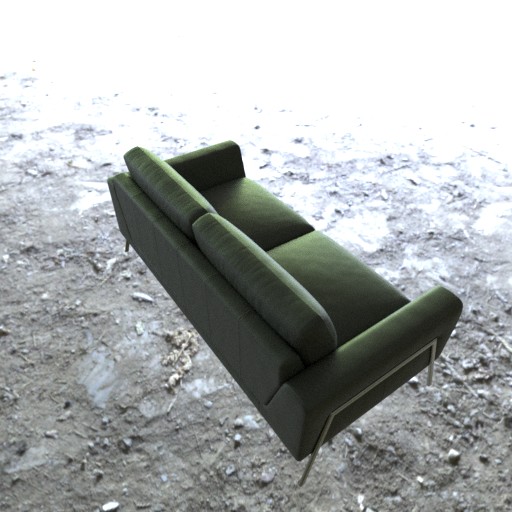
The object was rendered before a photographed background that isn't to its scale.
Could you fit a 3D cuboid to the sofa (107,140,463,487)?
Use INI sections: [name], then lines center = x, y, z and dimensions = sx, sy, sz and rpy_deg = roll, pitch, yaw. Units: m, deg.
[sofa]
center = 0.000, 0.000, 2.543
dimensions = 0.953, 0.875, 2.017
rpy_deg = -25, 47, -26
